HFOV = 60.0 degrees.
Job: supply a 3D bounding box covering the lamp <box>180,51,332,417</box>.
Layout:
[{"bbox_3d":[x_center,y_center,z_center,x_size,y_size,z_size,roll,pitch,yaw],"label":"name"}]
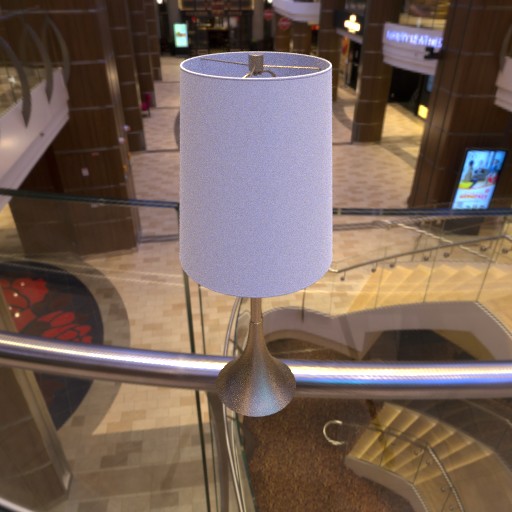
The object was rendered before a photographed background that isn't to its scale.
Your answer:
[{"bbox_3d":[0.000,0.000,0.680,0.231,0.569,0.231,0,33,0],"label":"lamp"}]
